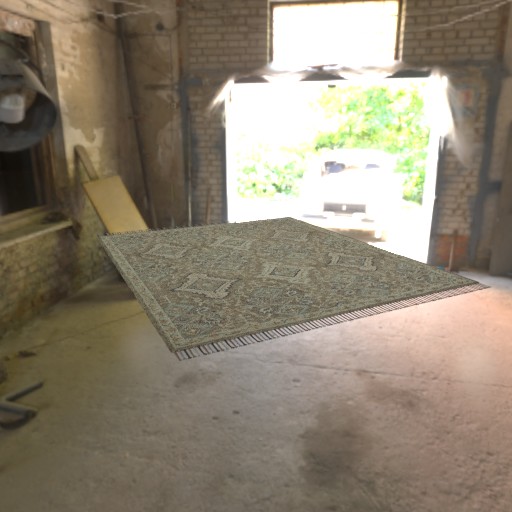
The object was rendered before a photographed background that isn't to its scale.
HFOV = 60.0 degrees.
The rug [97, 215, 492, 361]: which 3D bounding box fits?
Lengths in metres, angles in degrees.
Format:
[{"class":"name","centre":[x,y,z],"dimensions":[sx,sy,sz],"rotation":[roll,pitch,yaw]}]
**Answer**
[{"class":"rug","centre":[0.000,0.000,4.109],"dimensions":[2.437,0.010,3.056],"rotation":[-8,18,-25]}]
